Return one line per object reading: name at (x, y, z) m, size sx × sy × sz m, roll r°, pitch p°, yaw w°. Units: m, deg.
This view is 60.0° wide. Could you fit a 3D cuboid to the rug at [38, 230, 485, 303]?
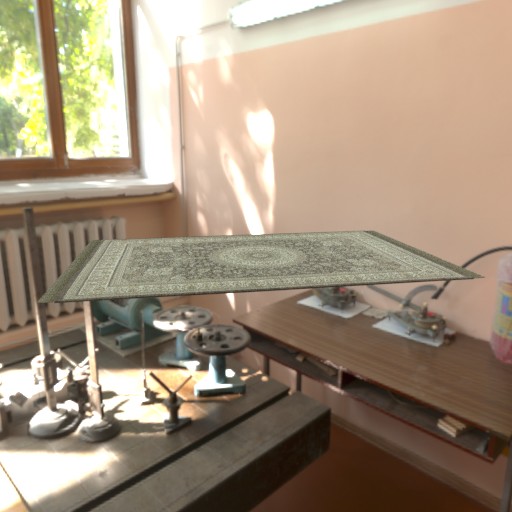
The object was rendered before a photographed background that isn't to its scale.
rug at (0.000, 0.000, 4.331) m, size 3.422 × 0.015 × 2.143 m, roll -2°, pitch 14°, yaw -10°
